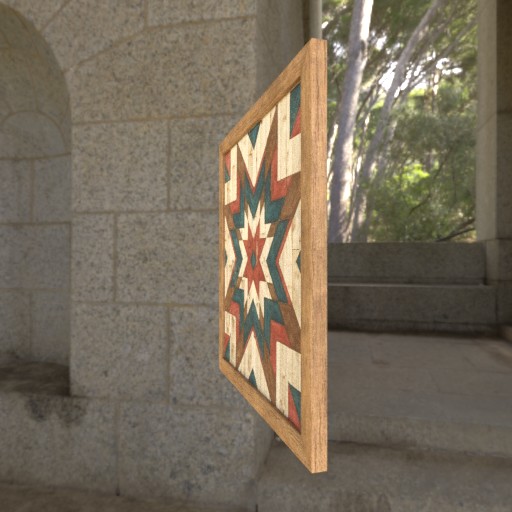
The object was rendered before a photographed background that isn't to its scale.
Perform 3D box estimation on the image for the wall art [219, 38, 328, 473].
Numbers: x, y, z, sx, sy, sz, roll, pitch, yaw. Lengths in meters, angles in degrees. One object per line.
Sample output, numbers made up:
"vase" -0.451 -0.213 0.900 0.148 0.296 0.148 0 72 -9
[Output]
"wall art" 0.000 0.000 1.039 0.029 0.691 0.695 0 0 -17
